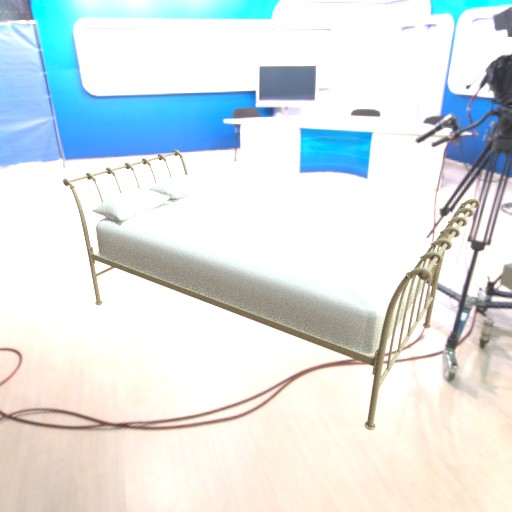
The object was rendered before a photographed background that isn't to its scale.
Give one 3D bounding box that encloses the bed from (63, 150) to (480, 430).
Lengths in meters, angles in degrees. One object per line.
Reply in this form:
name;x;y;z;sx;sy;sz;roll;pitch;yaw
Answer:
bed;0.000;0.000;2.744;2.228;0.873;1.032;16;30;30
